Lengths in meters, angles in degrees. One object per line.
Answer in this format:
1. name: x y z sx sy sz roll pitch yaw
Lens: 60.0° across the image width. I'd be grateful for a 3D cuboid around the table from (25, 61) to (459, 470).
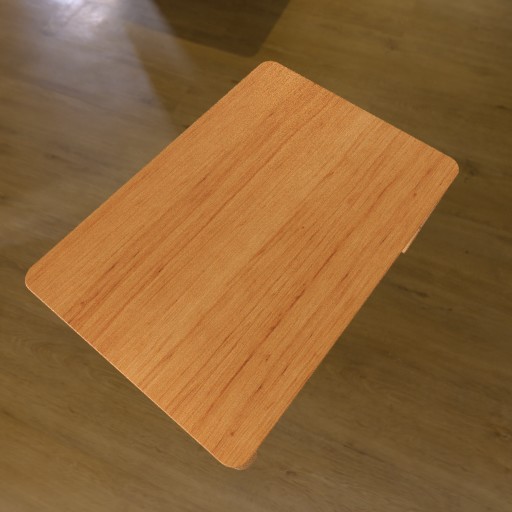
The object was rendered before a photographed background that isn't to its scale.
1. table: 0.000 0.000 1.359 0.696 0.445 0.997 35 69 16
